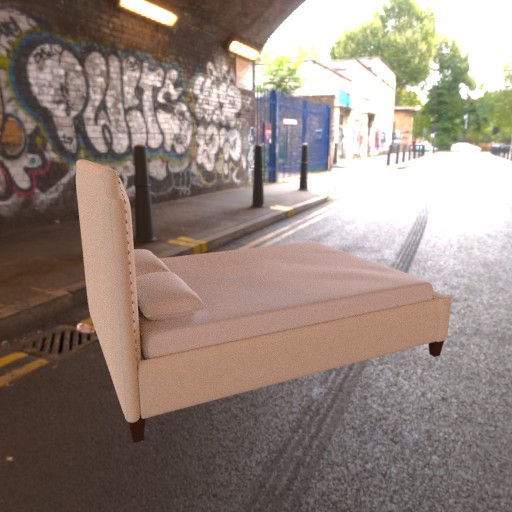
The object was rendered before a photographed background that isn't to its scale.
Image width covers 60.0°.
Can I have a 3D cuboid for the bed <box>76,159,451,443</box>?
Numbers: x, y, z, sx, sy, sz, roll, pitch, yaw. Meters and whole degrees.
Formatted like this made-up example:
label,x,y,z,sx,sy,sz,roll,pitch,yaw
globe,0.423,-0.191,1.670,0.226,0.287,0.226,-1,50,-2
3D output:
label,x,y,z,sx,sy,sz,roll,pitch,yaw
bed,0.000,0.000,3.387,2.372,1.443,1.712,-7,16,-25
